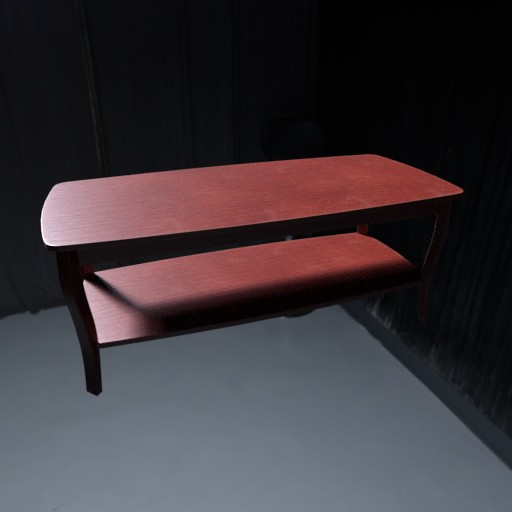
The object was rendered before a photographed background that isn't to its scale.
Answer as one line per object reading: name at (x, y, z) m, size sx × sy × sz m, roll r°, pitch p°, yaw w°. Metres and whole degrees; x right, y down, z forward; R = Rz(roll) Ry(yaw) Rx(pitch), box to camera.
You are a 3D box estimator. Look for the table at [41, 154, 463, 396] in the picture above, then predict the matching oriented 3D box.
table at (0.000, 0.000, 1.475) m, size 1.216 × 0.473 × 0.561 m, roll -9°, pitch 28°, yaw -17°
